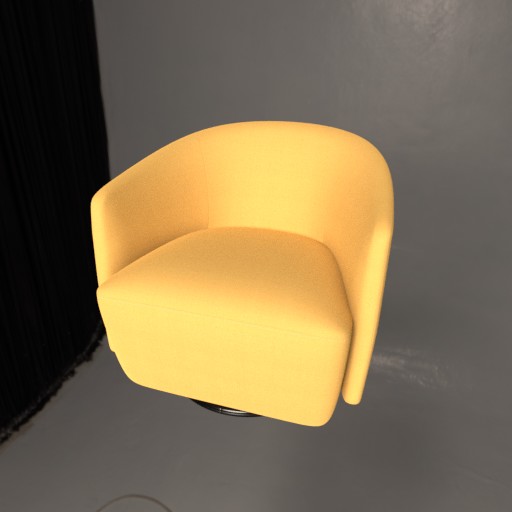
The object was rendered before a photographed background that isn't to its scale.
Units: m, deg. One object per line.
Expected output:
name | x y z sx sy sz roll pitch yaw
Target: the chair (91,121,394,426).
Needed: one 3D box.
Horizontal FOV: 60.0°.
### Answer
chair | 0.000 0.000 1.362 0.773 0.698 0.767 8 27 16
